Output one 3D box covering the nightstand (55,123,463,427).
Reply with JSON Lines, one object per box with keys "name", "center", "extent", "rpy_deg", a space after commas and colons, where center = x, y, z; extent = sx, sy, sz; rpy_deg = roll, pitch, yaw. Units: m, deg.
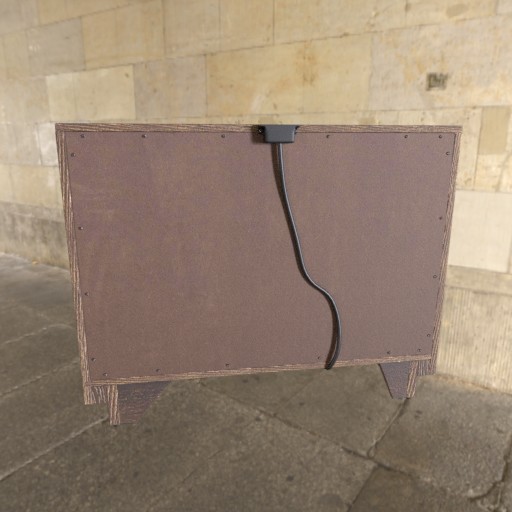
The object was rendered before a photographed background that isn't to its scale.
{"name": "nightstand", "center": [0.000, 0.000, 1.100], "extent": [0.775, 0.612, 0.457], "rpy_deg": [-2, 15, -9]}
